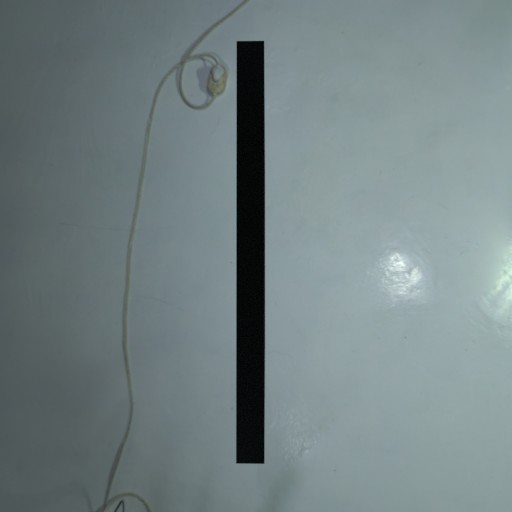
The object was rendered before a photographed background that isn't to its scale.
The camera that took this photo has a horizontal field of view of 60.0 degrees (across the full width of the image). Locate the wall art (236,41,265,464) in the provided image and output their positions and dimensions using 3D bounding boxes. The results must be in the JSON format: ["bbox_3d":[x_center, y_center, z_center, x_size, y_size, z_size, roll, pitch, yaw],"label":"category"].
[{"bbox_3d":[0.000,0.000,0.762,0.031,0.558,0.461,0,89,1],"label":"wall art"}]
